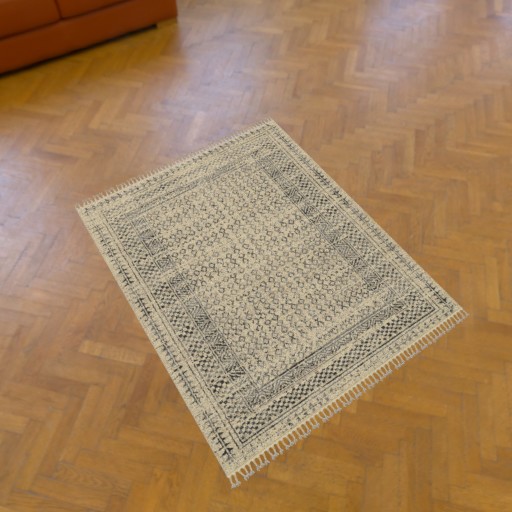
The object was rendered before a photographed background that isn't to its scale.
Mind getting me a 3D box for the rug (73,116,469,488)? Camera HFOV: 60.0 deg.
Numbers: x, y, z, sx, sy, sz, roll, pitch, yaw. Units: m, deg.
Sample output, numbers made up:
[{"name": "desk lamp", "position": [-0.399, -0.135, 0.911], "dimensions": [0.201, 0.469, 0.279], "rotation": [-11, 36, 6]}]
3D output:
[{"name": "rug", "position": [0.000, 0.000, 3.957], "dimensions": [2.312, 0.013, 2.940], "rotation": [-29, 62, -17]}]
